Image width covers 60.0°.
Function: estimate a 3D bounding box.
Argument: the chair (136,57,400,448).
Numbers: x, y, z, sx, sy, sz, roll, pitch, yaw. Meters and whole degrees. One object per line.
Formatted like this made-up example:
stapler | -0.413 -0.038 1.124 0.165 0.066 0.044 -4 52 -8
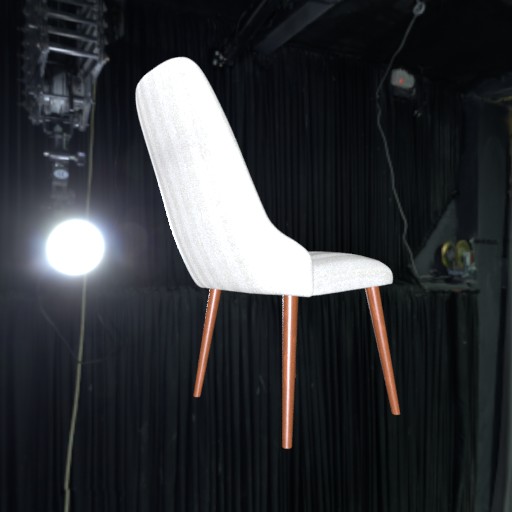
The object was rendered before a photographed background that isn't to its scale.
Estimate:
chair | 0.000 0.000 1.303 0.684 0.917 0.526 0 0 -34
